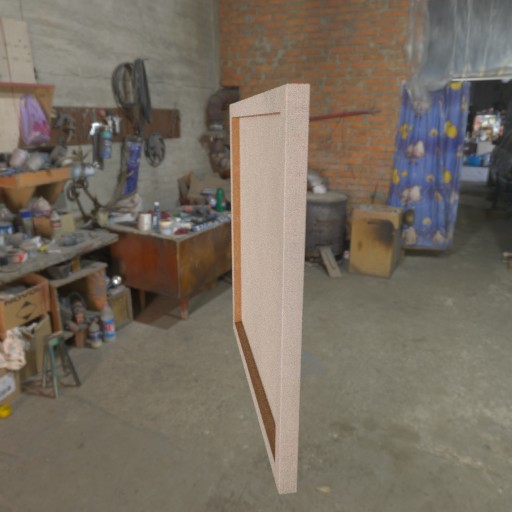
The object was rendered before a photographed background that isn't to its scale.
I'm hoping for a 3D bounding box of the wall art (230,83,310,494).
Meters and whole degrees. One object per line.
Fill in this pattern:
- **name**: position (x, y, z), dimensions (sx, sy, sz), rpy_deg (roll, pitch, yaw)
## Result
- **wall art**: position (0.000, 0.000, 1.132), dimensions (0.038, 0.762, 0.762), rpy_deg (-3, 17, -9)
